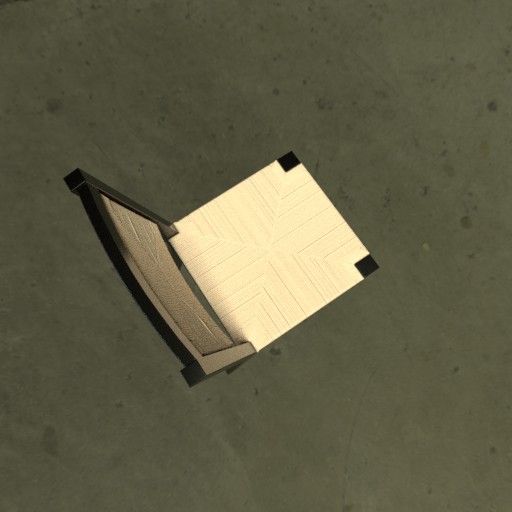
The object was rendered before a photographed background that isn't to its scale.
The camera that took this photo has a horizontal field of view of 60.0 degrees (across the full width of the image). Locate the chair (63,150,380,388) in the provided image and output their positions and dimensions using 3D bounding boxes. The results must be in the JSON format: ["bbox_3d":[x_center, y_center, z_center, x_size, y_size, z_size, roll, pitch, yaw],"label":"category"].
[{"bbox_3d":[0.000,0.000,1.227,0.552,0.927,0.437,-33,78,-8],"label":"chair"}]
